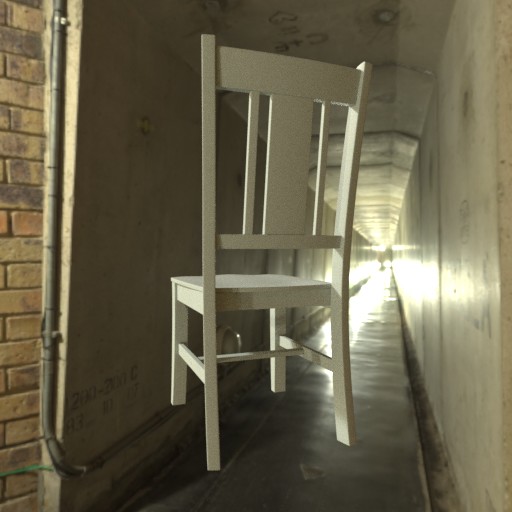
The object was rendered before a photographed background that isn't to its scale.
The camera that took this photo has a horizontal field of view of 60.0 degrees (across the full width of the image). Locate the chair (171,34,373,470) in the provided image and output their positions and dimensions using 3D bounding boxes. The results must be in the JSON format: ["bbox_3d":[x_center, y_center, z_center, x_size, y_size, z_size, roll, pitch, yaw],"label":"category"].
[{"bbox_3d":[0.000,0.000,1.308,0.450,0.998,0.555,0,1,-21],"label":"chair"}]
